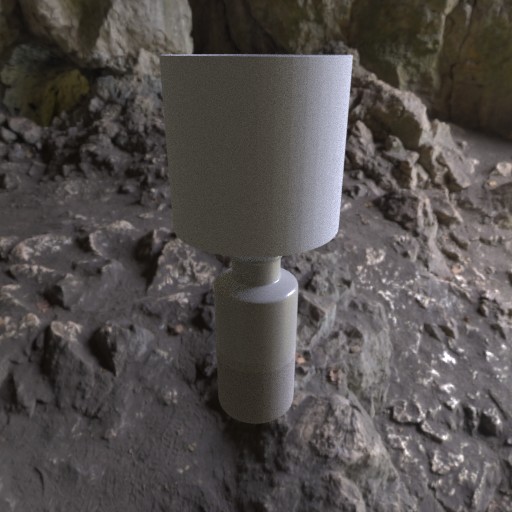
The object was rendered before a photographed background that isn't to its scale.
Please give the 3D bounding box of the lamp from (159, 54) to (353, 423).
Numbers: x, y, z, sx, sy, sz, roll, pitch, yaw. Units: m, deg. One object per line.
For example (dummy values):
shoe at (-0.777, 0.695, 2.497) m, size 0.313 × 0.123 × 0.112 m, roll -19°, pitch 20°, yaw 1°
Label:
lamp at (0.000, 0.000, 0.597) m, size 0.212 × 0.493 × 0.212 m, roll 17°, pitch 29°, yaw 32°
